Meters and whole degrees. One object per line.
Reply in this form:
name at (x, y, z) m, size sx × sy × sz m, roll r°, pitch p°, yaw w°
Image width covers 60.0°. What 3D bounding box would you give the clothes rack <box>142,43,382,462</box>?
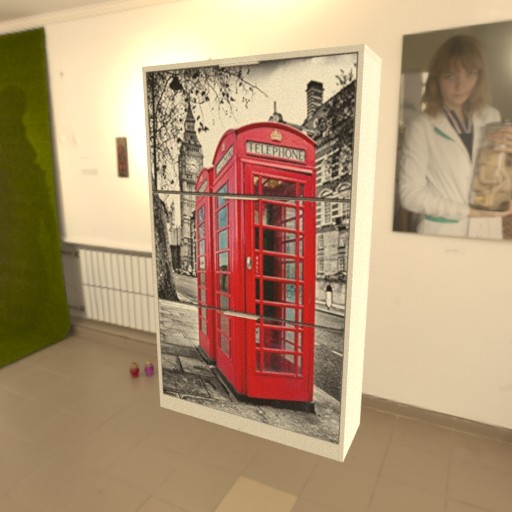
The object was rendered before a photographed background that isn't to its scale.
clothes rack at (0.000, 0.000, 1.578) m, size 0.750 × 1.280 × 0.250 m, roll 6°, pitch 15°, yaw 25°
